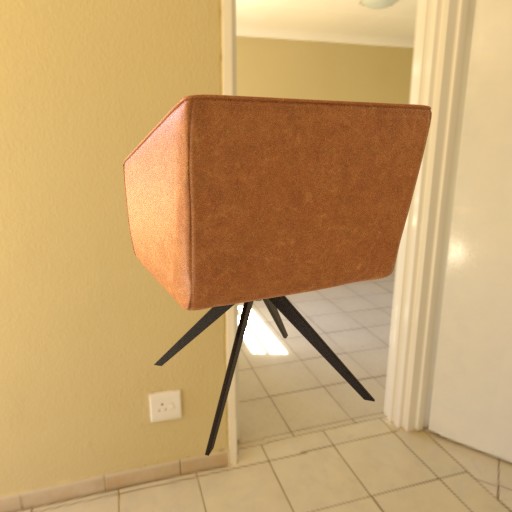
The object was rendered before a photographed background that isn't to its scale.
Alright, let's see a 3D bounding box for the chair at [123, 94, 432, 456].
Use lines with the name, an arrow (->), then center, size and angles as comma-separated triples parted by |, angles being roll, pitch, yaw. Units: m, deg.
chair -> 0.000, 0.000, 1.214 | 0.588, 0.760, 0.625 | -7, 16, -26
